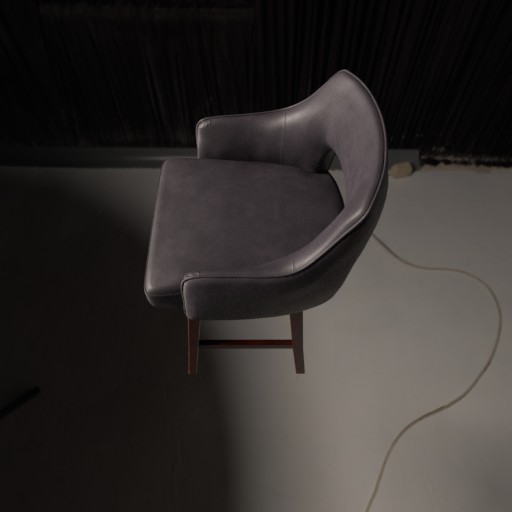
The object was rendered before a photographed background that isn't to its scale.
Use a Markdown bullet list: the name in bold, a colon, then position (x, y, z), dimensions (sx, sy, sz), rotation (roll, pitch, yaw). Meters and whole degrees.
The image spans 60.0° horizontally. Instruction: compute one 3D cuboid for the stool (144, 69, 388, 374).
- **stool**: position (0.000, 0.000, 1.362), dimensions (0.560, 1.041, 0.550), rotation (0, 59, 0)
